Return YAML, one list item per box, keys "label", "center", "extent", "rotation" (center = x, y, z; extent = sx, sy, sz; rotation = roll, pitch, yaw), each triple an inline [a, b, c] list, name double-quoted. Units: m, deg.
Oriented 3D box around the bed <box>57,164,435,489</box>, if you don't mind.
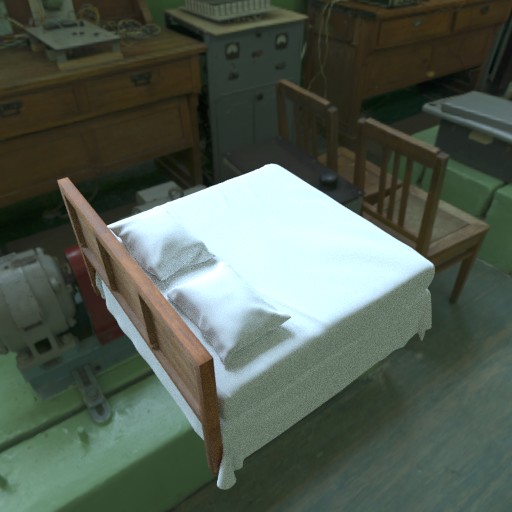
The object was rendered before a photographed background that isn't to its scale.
- label: "bed"
  center: [0.000, 0.000, 3.479]
  extent: [2.165, 1.158, 2.255]
  rotation: [-26, 47, -27]
